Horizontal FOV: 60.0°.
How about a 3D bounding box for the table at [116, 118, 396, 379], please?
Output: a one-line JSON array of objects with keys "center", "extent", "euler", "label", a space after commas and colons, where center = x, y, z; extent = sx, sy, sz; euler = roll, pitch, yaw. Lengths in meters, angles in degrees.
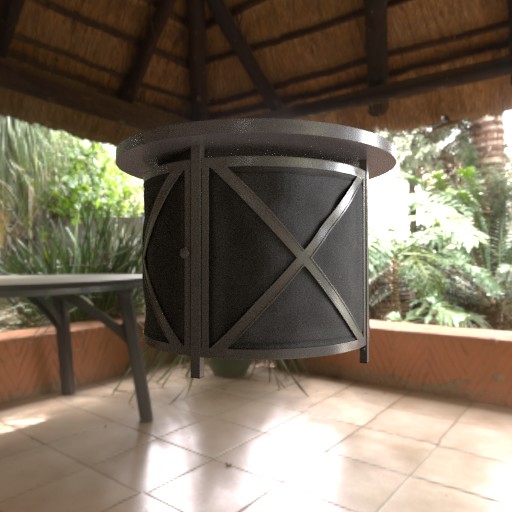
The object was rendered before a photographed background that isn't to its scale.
[{"center": [0.000, 0.000, 1.512], "extent": [0.914, 0.650, 0.914], "euler": [0, -1, 0], "label": "table"}]
